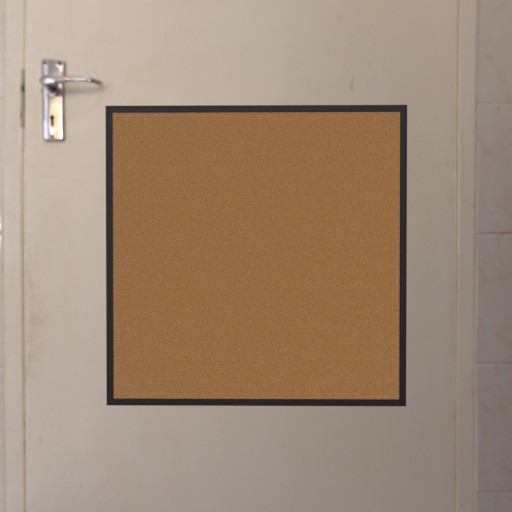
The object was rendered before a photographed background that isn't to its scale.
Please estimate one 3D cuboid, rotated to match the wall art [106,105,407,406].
[{"bbox_3d":[0.000,0.000,0.770,0.509,0.509,0.040,0,1,1],"label":"wall art"}]
